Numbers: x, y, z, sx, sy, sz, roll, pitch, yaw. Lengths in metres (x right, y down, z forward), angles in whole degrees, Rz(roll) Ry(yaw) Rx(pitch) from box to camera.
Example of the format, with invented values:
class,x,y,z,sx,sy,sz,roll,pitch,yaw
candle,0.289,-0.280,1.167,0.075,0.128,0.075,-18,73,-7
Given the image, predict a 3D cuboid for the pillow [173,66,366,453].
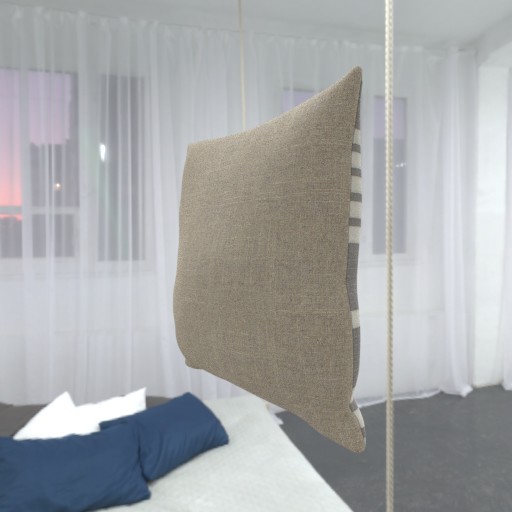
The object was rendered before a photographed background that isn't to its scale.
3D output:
class,x,y,z,sx,sy,sz,roll,pitch,yaw
pillow,0.000,0.000,0.677,0.182,0.440,0.439,-1,1,-35
